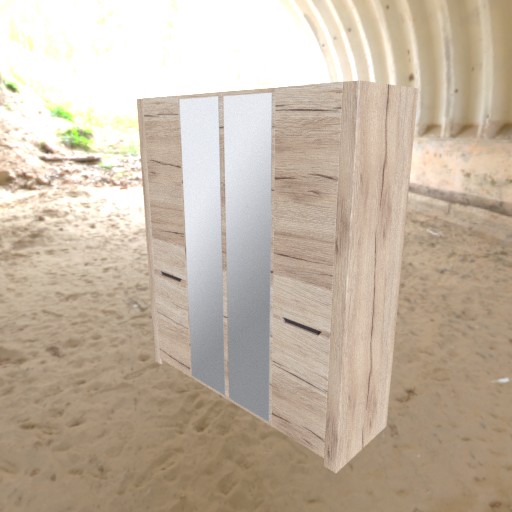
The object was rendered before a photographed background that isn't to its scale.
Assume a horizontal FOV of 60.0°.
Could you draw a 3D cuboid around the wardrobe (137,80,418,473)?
[{"bbox_3d":[0.000,0.000,3.012,1.810,2.070,0.580,15,22,42],"label":"wardrobe"}]
